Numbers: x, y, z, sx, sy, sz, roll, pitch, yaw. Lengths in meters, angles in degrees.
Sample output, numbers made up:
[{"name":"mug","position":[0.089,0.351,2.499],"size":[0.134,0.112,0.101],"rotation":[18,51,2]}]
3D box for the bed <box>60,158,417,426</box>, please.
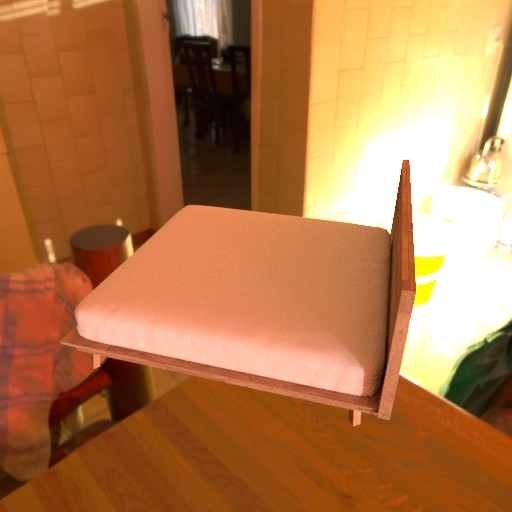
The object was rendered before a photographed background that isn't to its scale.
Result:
[{"name":"bed","position":[0.000,0.000,3.455],"size":[2.167,1.100,2.116],"rotation":[8,30,14]}]
